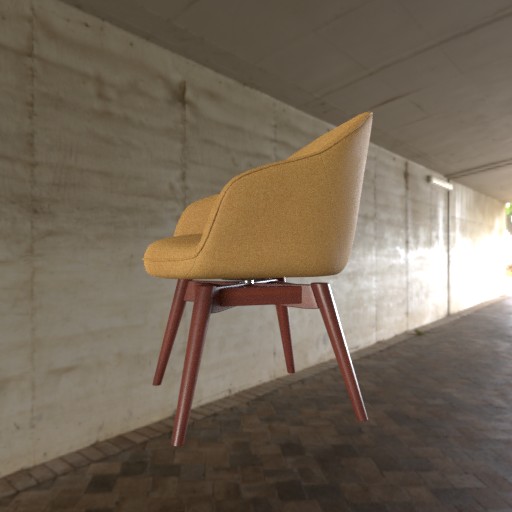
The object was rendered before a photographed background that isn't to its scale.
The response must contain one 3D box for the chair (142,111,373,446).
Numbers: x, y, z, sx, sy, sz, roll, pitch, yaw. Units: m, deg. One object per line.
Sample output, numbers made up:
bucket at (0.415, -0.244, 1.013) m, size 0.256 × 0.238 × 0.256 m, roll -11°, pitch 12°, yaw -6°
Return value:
chair at (0.000, 0.000, 1.274) m, size 0.635 × 0.823 × 0.596 m, roll 0°, pitch 0°, yaw -18°
